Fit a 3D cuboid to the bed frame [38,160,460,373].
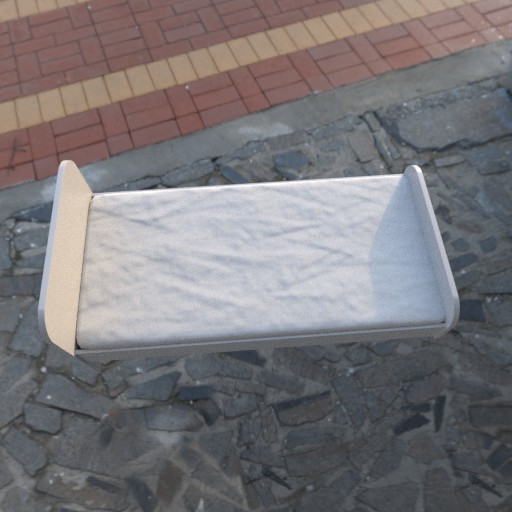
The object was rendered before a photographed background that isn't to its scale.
[{"bbox_3d":[0.000,0.000,2.489,1.963,0.805,0.998,-4,64,-2],"label":"bed frame"}]
